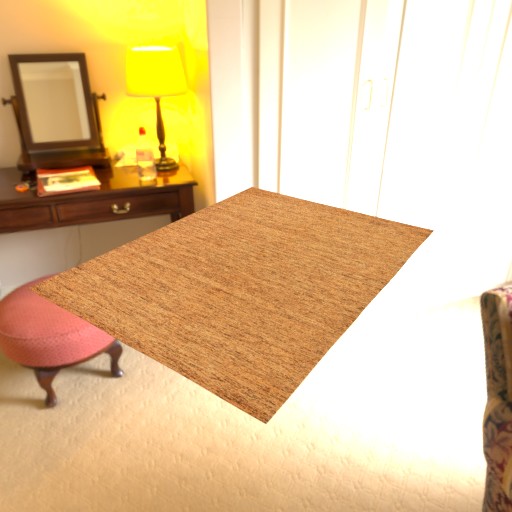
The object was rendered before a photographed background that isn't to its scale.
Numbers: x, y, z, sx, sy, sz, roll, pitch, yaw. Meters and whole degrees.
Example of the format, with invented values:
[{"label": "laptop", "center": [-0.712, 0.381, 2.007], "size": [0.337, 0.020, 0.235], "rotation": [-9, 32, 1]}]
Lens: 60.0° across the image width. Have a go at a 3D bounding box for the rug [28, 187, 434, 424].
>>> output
[{"label": "rug", "center": [0.000, 0.000, 4.253], "size": [2.438, 0.012, 3.200], "rotation": [19, 33, 31]}]
